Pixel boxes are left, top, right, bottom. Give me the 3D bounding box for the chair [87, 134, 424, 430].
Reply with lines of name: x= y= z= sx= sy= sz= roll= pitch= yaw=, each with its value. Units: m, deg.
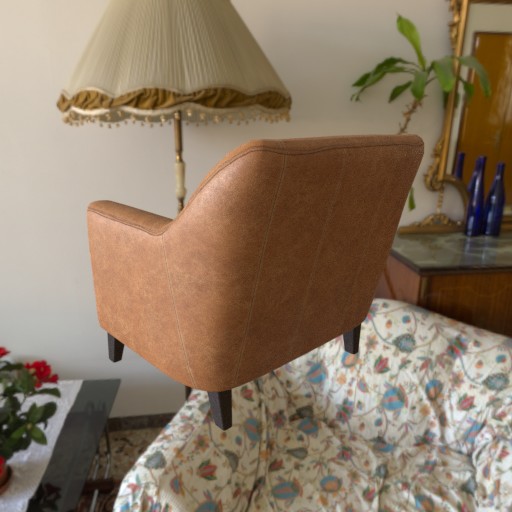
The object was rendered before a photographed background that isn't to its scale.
chair: x=0.000 y=0.000 z=1.827 sx=1.037 sy=0.980 sz=1.034 roll=-15 pitch=23 yaw=-41
